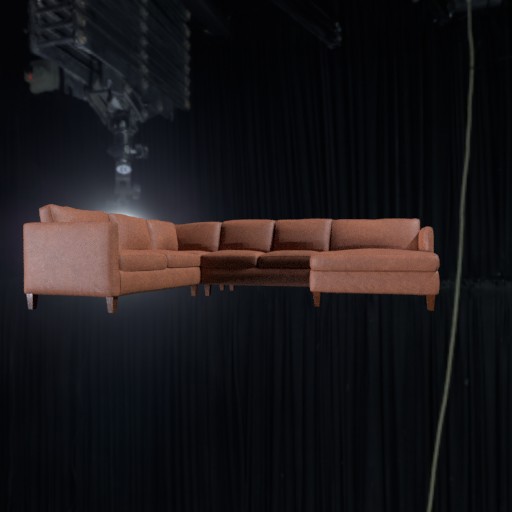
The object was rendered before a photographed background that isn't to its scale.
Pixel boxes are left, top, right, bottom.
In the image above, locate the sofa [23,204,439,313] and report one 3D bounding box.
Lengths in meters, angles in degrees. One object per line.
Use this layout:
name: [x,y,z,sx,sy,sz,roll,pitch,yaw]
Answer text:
sofa: [0.000,0.000,4.515,3.460,0.923,2.593,0,0,17]
